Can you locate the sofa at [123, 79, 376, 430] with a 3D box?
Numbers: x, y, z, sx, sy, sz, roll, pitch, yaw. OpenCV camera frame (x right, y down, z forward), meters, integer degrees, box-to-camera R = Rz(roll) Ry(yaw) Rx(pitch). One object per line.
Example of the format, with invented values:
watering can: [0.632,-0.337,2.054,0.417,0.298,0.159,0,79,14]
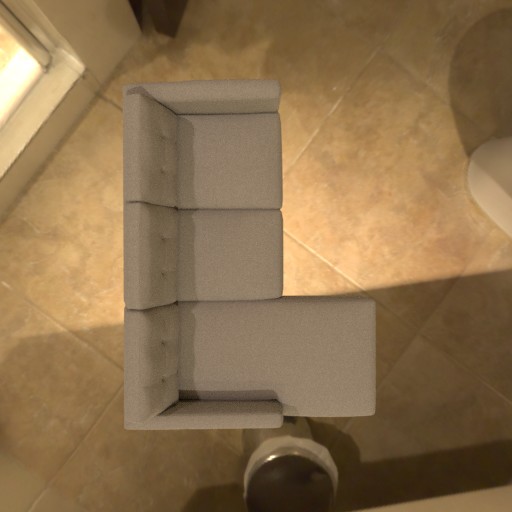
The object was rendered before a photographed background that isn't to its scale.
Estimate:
sofa: [0.000,0.000,2.782,1.530,0.860,2.040,0,91,-2]
